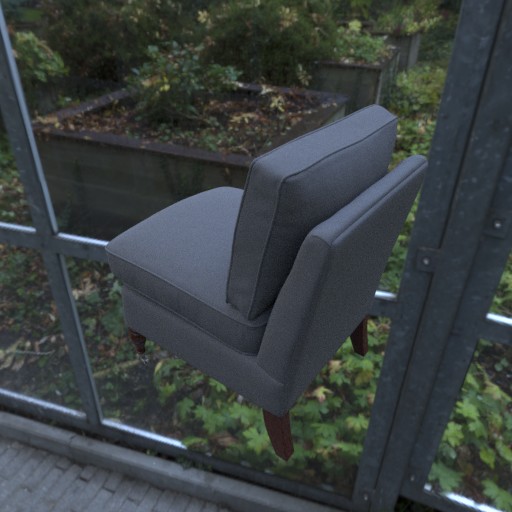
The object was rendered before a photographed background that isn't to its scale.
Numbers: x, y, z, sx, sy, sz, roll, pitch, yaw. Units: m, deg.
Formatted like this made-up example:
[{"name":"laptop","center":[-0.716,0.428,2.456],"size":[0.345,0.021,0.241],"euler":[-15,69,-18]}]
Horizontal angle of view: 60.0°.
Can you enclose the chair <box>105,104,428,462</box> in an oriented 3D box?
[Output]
[{"name":"chair","center":[0.000,0.000,1.649],"size":[0.924,1.045,0.724],"euler":[21,38,30]}]
